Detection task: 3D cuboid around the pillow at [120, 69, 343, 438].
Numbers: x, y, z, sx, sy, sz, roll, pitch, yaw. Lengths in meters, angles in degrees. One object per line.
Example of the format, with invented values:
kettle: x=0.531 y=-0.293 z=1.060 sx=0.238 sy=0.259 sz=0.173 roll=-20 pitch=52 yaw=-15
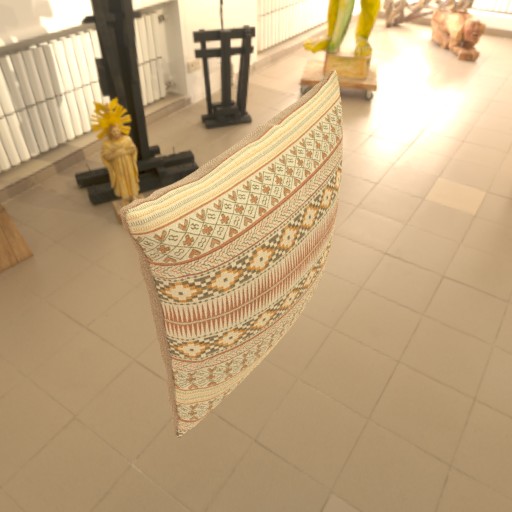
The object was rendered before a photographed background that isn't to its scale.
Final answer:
pillow: x=0.000 y=0.000 z=0.805 sx=0.215 sy=0.519 sz=0.521 roll=24 pitch=47 yaw=25
